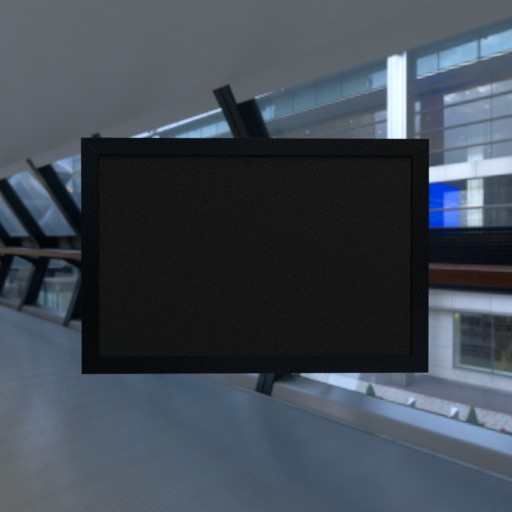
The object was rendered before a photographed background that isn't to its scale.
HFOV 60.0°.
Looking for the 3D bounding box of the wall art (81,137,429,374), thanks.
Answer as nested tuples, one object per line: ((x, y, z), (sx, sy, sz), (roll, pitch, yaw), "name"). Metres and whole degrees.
((0.000, 0.000, 0.847), (0.660, 0.447, 0.013), (0, 0, -1), "wall art")
